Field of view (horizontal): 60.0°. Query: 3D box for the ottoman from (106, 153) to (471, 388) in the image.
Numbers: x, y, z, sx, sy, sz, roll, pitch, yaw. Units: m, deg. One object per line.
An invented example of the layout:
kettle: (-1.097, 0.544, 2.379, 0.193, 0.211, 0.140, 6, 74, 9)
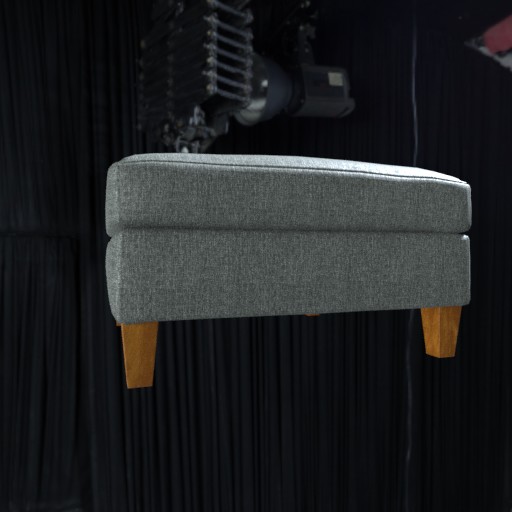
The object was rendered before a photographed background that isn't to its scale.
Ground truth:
ottoman: (0.000, 0.000, 1.308, 0.838, 0.481, 0.838, 0, 1, -19)
